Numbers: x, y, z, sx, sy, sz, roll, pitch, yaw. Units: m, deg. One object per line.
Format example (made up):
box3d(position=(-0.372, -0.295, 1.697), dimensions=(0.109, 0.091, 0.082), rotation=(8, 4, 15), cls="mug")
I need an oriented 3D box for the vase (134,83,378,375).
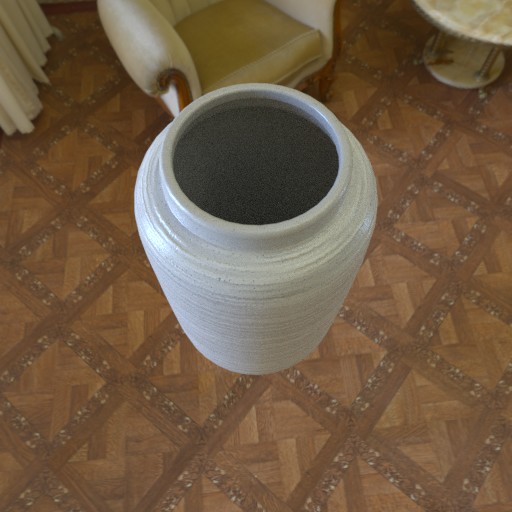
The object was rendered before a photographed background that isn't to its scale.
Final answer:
box3d(position=(0.000, 0.000, 0.464), dimensions=(0.202, 0.335, 0.202), rotation=(0, 64, 0), cls="vase")
